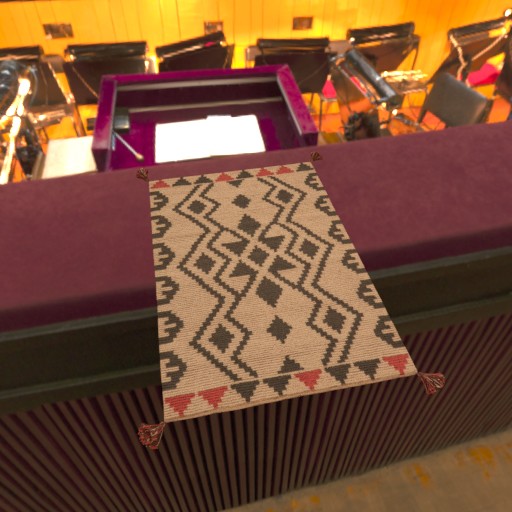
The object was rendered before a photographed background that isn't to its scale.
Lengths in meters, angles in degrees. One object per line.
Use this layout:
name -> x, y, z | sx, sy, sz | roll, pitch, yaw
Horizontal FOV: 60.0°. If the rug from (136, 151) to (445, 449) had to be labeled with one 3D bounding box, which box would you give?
rug -> 0.000, 0.000, 2.671 | 1.444, 0.067, 2.069 | -8, 47, -8
